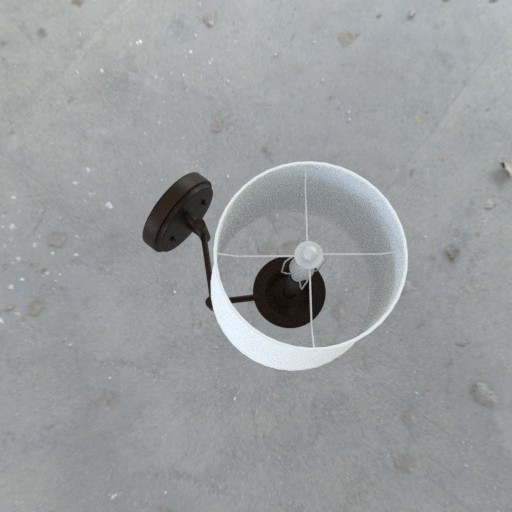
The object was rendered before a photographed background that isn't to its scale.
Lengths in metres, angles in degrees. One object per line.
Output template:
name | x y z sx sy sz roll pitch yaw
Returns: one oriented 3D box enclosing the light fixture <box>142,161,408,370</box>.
light fixture | 0.000 0.000 0.267 0.157 0.172 0.100 37 80 8
